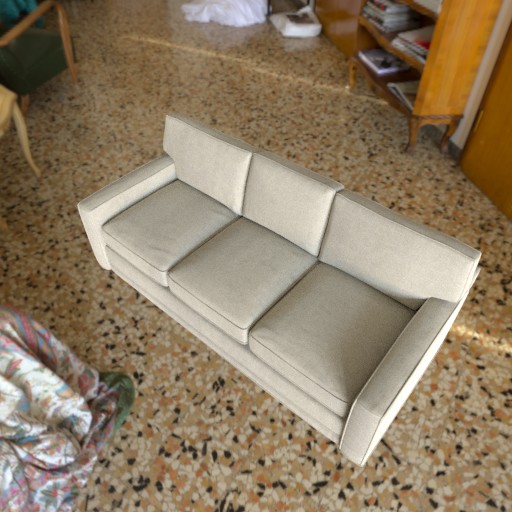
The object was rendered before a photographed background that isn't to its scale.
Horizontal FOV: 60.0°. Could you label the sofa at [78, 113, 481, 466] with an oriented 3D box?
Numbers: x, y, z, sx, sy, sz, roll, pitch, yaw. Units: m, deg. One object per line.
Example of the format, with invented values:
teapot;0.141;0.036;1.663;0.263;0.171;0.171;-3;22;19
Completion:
sofa;0.000;0.000;2.538;2.093;0.862;0.936;31;53;27
